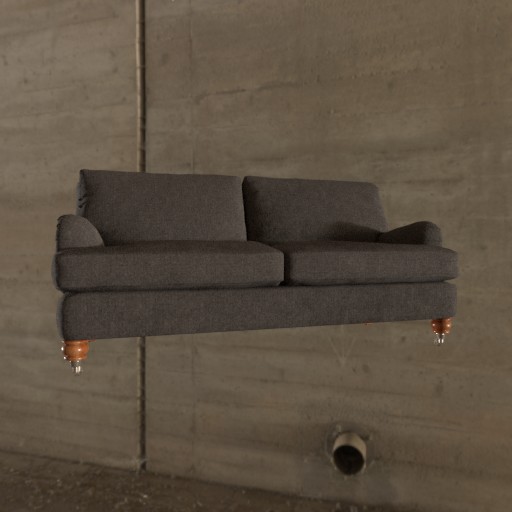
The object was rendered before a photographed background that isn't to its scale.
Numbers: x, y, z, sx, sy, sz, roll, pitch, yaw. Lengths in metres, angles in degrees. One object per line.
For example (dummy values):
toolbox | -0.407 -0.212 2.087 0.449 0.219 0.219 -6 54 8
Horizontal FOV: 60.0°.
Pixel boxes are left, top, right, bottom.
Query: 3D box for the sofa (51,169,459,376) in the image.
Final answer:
sofa | 0.000 0.000 2.676 2.160 1.054 1.087 0 1 -18
